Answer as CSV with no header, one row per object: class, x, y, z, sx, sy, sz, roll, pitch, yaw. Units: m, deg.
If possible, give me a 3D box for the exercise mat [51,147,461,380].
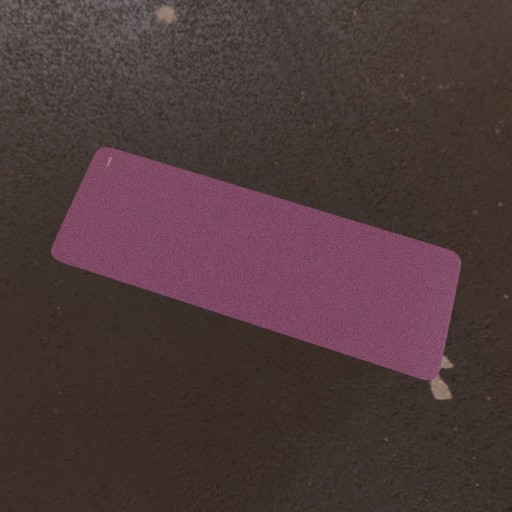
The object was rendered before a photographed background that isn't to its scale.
exercise mat,0.000,0.000,2.092,1.869,0.021,0.616,17,77,4
